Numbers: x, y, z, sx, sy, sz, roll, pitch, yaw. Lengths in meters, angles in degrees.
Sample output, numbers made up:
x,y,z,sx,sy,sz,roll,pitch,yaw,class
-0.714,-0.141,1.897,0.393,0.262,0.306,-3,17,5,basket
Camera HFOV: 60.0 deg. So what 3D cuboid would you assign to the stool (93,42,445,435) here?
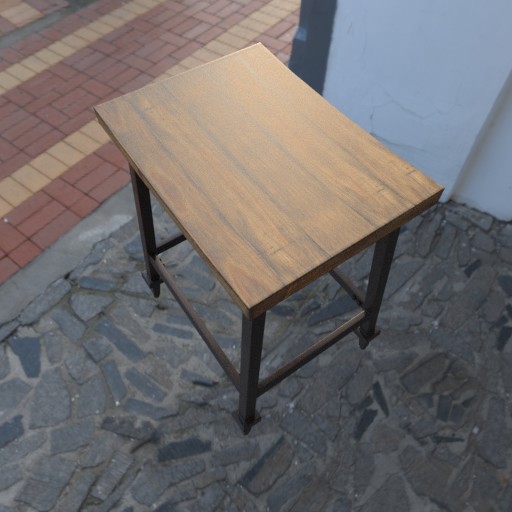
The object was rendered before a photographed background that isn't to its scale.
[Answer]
x,y,z,sx,sy,sz,roll,pitch,yaw,class
0.000,0.000,0.957,0.405,0.625,0.486,-30,61,-19,stool
